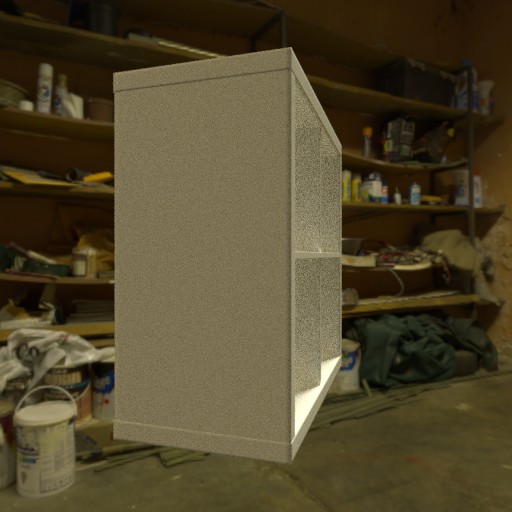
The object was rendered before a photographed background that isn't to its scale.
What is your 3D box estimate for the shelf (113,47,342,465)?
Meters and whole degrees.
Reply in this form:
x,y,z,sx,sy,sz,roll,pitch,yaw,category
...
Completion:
x,y,z,sx,sy,sz,roll,pitch,yaw,category
0.000,0.000,1.269,0.390,0.786,0.790,0,0,18,shelf
